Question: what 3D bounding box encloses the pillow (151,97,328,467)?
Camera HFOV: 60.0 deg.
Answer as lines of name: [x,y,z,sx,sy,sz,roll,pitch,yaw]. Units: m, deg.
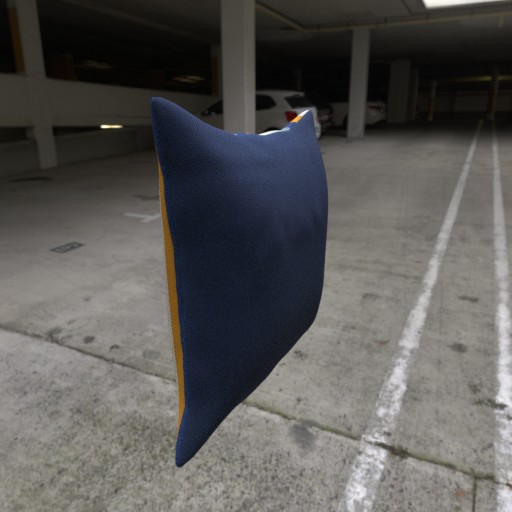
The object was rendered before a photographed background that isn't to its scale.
pillow: [0.000,0.000,0.704,0.173,0.454,0.463,8,19,25]
